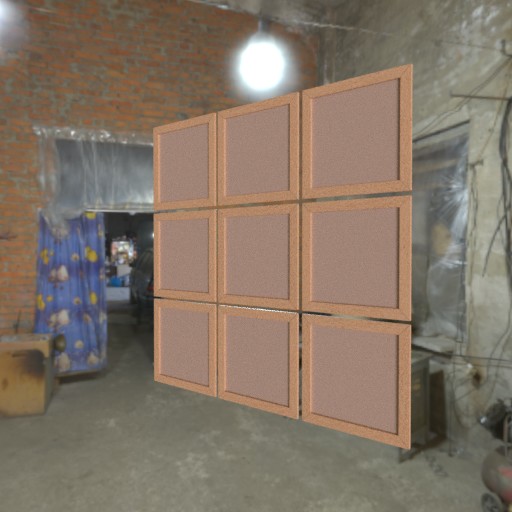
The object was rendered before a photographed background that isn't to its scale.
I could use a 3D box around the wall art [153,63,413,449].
[{"bbox_3d":[0.000,0.000,2.191,1.519,1.507,0.014,1,1,37],"label":"wall art"}]
